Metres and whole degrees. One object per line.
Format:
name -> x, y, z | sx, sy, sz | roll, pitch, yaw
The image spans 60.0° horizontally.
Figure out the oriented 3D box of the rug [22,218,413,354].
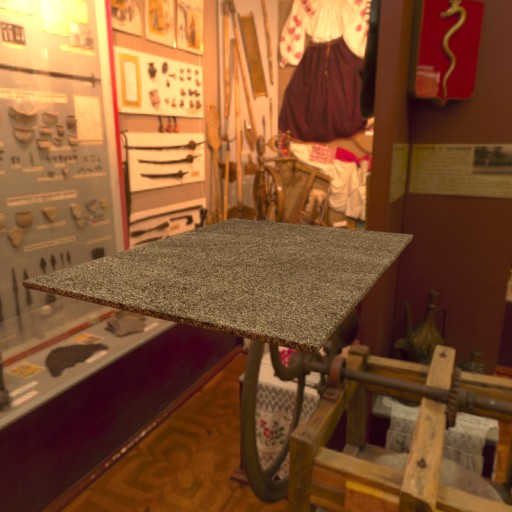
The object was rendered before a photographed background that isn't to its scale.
rug -> 0.000, 0.000, 2.121 | 1.198, 0.025, 1.601 | 8, 17, 27
